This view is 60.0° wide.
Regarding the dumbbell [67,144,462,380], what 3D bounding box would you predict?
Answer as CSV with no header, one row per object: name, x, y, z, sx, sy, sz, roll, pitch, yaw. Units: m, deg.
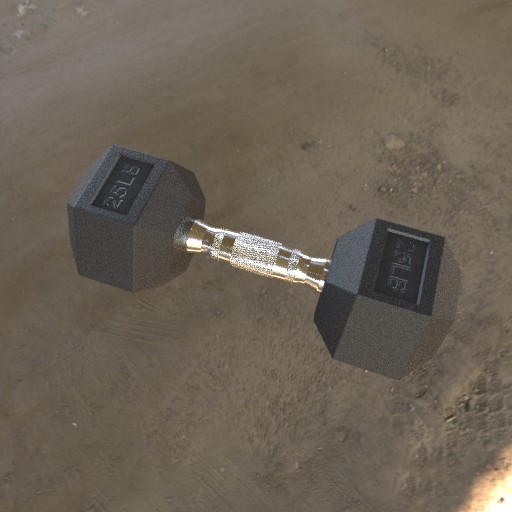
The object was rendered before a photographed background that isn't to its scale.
dumbbell,0.000,0.000,0.380,0.315,0.113,0.129,17,64,8
